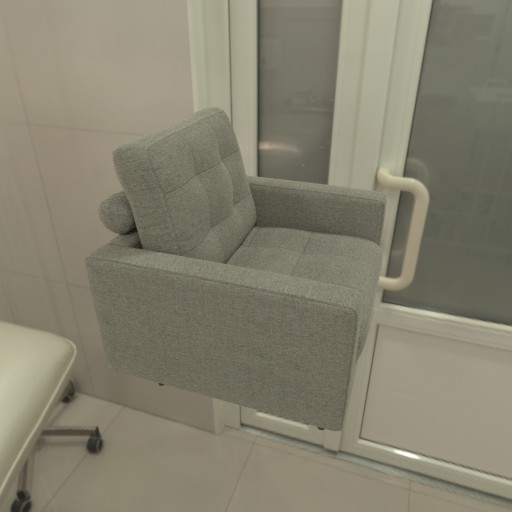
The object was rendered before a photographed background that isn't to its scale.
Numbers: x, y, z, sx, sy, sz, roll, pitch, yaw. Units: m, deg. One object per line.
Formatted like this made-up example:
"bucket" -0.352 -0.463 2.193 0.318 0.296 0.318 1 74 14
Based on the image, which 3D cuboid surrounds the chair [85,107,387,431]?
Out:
"chair" 0.000 0.000 1.552 0.843 0.880 0.821 10 31 17
